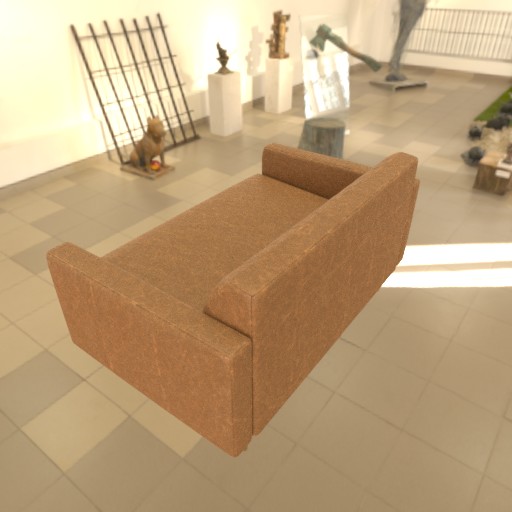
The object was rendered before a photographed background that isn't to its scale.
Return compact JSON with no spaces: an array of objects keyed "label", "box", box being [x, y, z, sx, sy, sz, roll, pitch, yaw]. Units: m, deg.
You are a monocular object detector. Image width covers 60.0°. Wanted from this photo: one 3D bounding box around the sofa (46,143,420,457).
[{"label":"sofa","box":[0.000,0.000,2.102,0.960,0.820,1.549,22,40,30]}]
